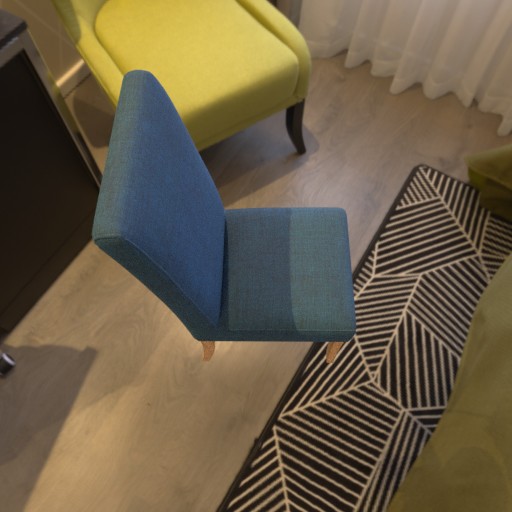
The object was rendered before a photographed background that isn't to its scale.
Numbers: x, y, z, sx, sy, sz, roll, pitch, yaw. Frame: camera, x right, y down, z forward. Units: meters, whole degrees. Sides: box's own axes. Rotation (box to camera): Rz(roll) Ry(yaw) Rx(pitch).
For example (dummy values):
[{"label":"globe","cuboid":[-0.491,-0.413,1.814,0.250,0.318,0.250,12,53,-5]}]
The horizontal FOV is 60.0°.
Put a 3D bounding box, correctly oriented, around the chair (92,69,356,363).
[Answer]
[{"label":"chair","cuboid":[0.000,0.000,1.352,0.610,1.029,0.450,1,64,0]}]
